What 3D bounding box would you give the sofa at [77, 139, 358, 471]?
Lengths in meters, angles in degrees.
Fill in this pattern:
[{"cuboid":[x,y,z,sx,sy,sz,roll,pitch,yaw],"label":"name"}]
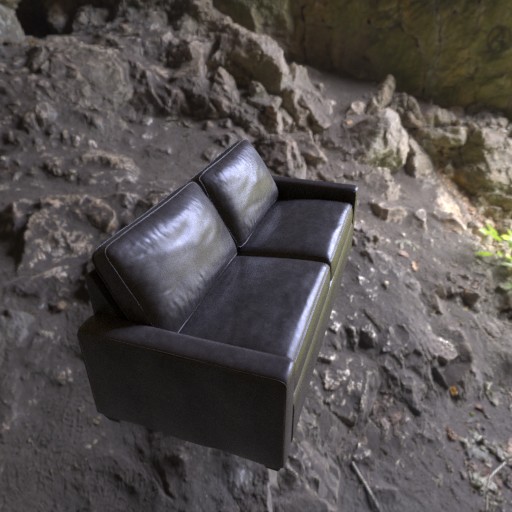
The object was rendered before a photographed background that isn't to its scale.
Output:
[{"cuboid":[0.000,0.000,2.639,0.939,0.916,2.081,10,32,16],"label":"sofa"}]
